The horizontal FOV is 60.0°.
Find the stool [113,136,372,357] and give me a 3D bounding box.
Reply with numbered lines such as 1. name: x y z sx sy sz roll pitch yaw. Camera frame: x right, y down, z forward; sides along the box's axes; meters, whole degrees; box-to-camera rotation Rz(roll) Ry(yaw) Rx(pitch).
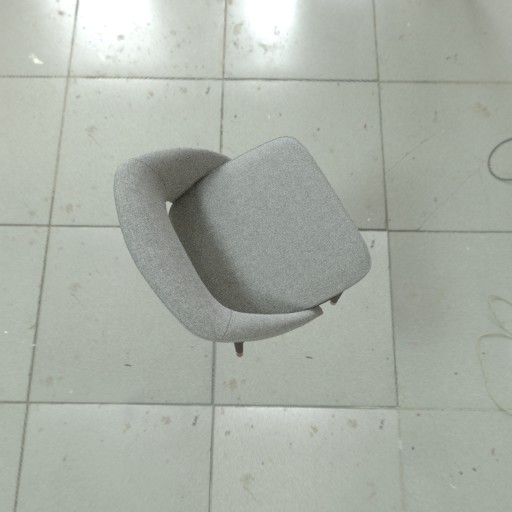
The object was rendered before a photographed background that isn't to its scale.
1. stool: 0.000 0.000 1.318 0.509 1.037 0.494 -28 78 -6
